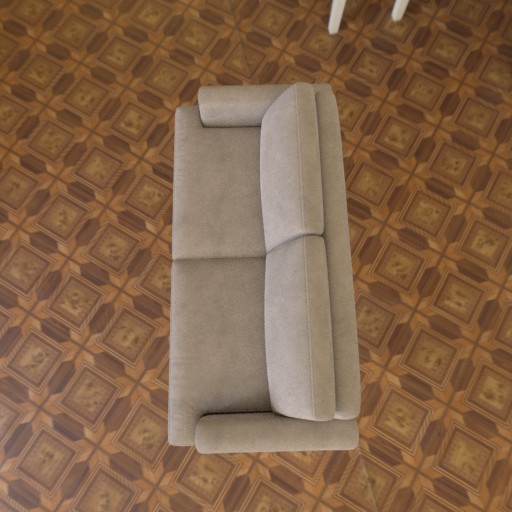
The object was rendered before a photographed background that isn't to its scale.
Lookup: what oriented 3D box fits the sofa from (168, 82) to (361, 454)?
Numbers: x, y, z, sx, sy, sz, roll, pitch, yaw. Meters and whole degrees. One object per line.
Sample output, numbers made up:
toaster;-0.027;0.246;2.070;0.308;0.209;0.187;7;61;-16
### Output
sofa;0.000;0.000;2.495;0.980;0.830;2.013;-1;75;0
